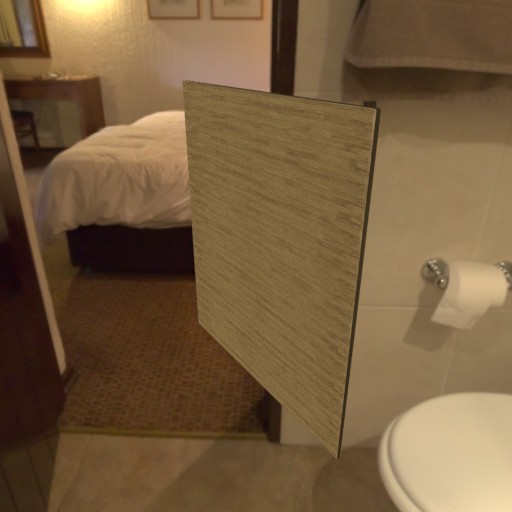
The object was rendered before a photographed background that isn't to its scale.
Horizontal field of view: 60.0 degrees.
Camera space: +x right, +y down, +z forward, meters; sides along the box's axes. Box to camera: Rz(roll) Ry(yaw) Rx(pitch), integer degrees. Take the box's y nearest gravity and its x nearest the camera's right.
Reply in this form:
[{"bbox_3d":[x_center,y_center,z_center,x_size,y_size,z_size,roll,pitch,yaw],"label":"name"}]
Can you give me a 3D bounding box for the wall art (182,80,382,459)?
[{"bbox_3d":[0.000,0.000,0.796,0.009,0.559,0.483,-17,31,-31],"label":"wall art"}]
